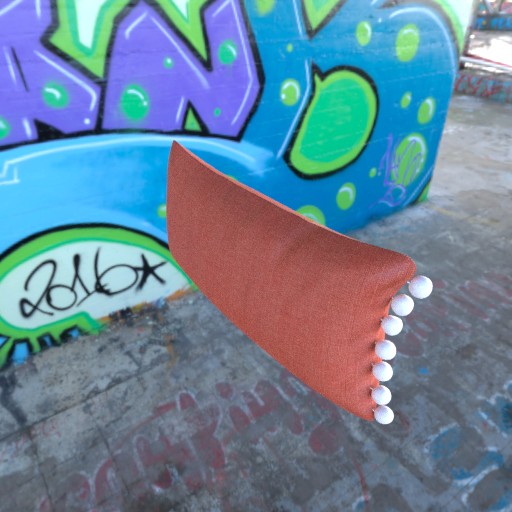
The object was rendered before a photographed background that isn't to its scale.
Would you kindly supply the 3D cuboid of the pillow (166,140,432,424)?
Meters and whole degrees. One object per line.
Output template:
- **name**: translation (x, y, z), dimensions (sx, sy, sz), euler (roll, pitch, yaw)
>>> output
- **pillow**: translation (0.000, 0.000, 0.860), dimensions (0.201, 0.322, 0.709), euler (-21, 38, -30)
